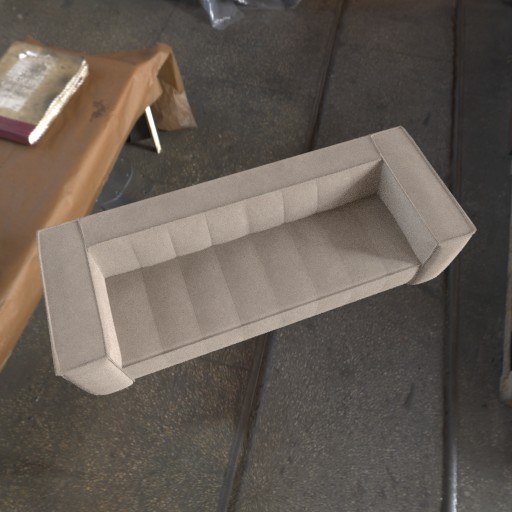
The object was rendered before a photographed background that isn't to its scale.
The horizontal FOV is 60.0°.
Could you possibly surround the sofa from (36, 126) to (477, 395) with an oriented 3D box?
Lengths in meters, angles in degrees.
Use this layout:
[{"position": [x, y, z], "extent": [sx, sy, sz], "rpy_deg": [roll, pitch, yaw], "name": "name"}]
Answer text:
[{"position": [0.000, 0.000, 3.106], "extent": [2.697, 0.680, 1.038], "rpy_deg": [-18, 63, -9], "name": "sofa"}]
